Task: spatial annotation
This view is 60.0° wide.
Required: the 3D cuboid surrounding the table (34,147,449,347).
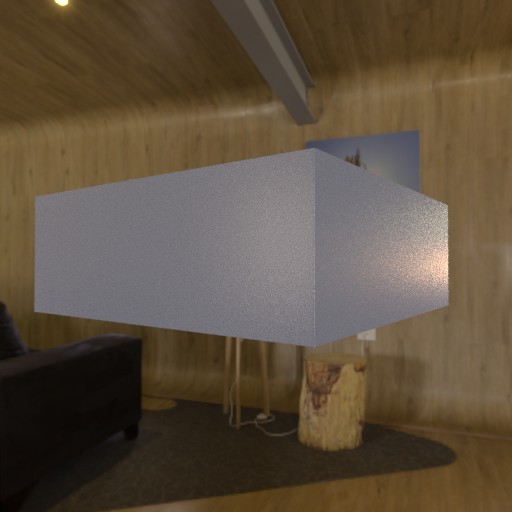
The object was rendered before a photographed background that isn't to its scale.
[{"bbox_3d":[0.000,0.000,1.207,0.801,0.299,0.801,-1,-1,36],"label":"table"}]
